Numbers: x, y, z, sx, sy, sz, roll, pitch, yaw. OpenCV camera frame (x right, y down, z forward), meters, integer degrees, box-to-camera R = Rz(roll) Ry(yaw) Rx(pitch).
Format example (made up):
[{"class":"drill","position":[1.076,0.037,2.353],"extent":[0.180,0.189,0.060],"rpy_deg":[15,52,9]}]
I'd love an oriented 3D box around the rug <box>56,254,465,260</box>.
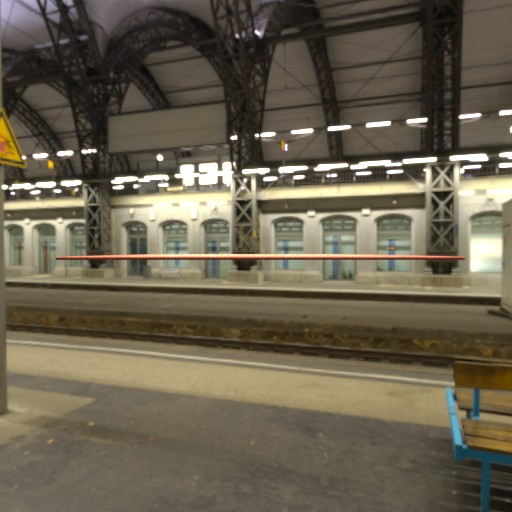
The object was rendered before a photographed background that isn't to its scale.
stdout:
[{"class":"rug","position":[0.000,0.000,4.086],"extent":[2.430,0.018,2.976],"rpy_deg":[0,1,-1]}]
